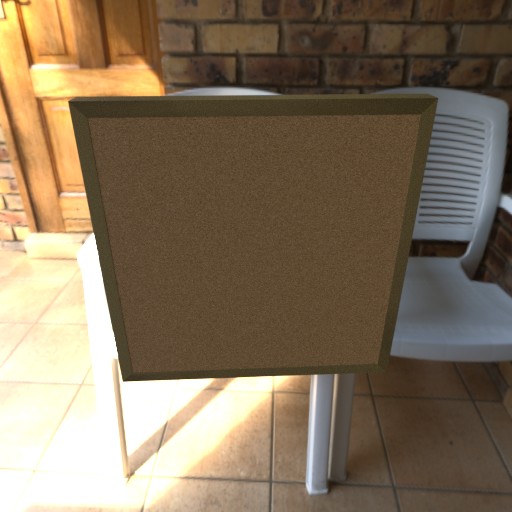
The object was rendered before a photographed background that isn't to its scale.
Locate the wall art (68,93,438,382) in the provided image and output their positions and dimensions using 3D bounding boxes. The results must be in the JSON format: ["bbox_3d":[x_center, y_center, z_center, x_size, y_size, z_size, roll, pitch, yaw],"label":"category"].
[{"bbox_3d":[0.000,0.000,0.745,0.507,0.508,0.038,-1,29,-3],"label":"wall art"}]
